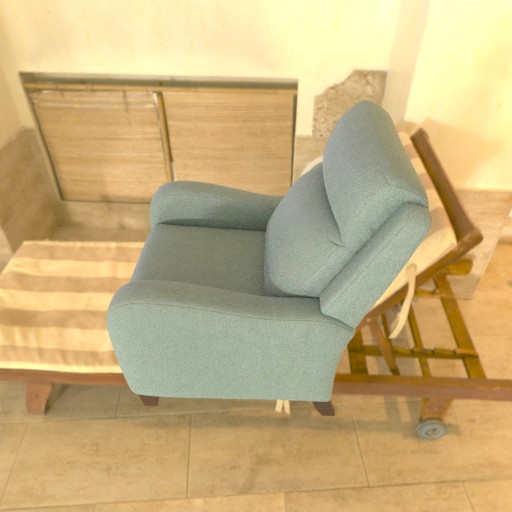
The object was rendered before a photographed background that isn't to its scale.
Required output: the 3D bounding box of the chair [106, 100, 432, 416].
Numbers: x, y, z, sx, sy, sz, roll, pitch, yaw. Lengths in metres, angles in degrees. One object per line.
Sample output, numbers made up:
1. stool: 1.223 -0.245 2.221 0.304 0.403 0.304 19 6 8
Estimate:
1. chair: 0.000 0.000 1.741 0.988 1.067 0.785 2 40 2
